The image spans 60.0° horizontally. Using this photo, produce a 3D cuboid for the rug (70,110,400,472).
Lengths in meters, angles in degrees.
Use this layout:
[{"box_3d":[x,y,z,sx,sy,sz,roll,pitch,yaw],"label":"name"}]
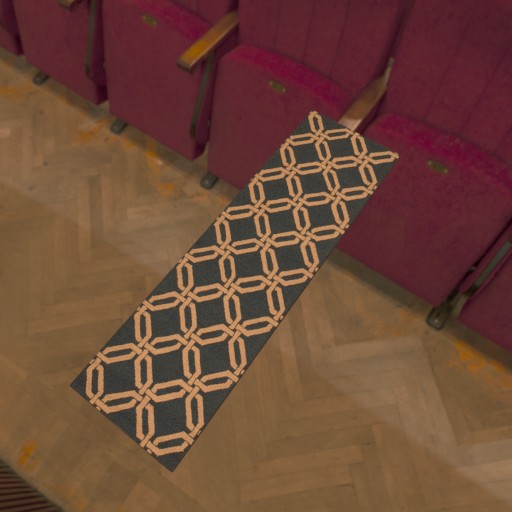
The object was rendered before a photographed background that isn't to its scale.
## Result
[{"box_3d":[0.000,0.000,2.548,0.678,0.014,2.276,33,68,15],"label":"rug"}]
